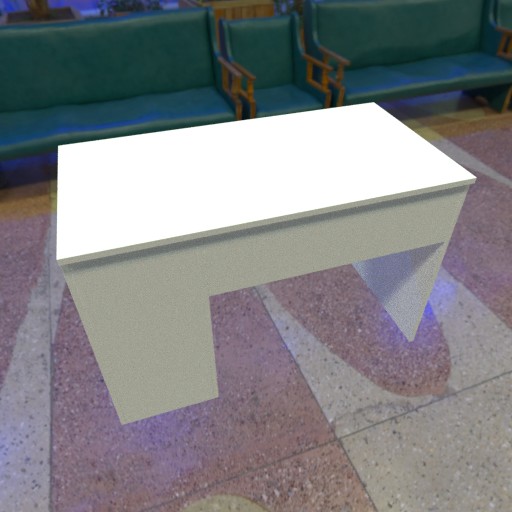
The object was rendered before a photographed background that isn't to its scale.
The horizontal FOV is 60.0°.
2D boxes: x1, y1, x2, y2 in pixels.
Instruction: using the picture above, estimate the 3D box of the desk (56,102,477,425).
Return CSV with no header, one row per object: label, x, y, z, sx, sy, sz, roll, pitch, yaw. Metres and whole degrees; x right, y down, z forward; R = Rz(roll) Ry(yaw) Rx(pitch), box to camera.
desk,0.000,0.000,1.527,1.096,0.730,0.560,-12,42,-14
